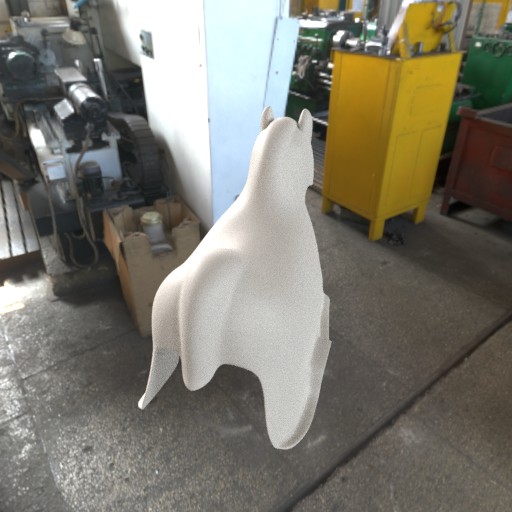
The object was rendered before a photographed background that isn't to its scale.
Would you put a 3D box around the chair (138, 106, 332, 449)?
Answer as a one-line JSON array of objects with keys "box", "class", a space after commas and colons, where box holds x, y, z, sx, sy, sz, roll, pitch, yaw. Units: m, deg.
[{"box": [0.000, 0.000, 1.126, 0.429, 0.612, 0.800, 10, 34, 15], "class": "chair"}]
